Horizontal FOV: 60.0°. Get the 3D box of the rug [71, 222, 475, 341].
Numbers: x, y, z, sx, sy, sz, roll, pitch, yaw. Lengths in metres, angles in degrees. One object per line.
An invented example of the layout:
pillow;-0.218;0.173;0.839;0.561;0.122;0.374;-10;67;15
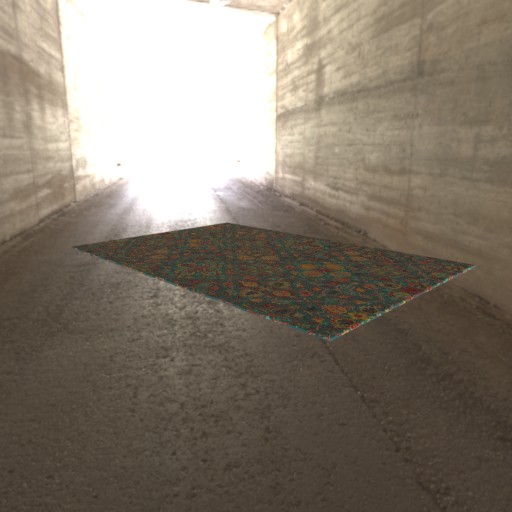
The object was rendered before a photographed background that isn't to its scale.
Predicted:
rug;0.000;0.000;2.974;2.290;0.016;1.527;13;19;43
